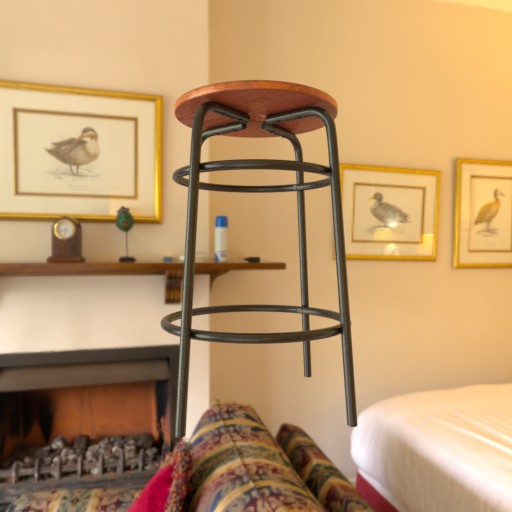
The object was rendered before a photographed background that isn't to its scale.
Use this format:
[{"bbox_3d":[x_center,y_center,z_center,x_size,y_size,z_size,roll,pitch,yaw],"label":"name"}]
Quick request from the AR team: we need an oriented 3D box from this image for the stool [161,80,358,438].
[{"bbox_3d":[0.000,0.000,0.930,0.455,0.610,0.455,1,1,37],"label":"stool"}]
